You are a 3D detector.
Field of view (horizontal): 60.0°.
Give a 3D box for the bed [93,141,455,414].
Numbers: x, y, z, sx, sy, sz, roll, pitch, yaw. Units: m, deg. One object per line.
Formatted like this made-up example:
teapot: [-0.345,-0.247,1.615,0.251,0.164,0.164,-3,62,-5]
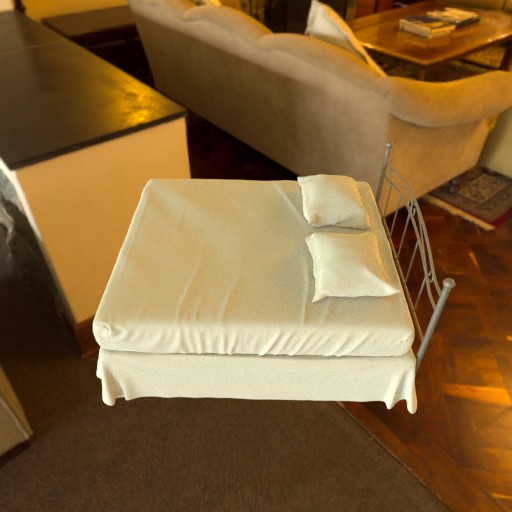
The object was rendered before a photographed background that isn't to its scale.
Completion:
bed: [0.000,0.000,3.318,2.215,1.080,1.936,1,41,1]
